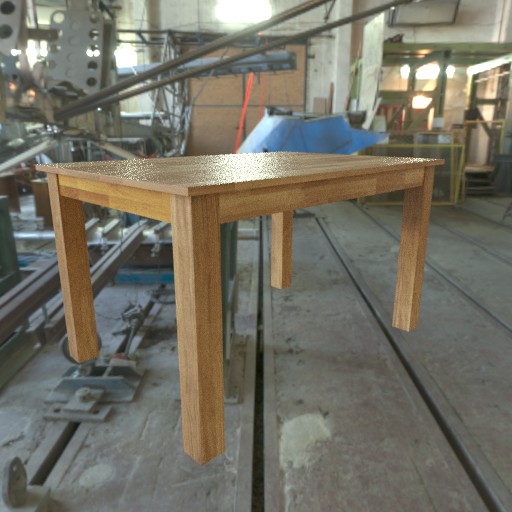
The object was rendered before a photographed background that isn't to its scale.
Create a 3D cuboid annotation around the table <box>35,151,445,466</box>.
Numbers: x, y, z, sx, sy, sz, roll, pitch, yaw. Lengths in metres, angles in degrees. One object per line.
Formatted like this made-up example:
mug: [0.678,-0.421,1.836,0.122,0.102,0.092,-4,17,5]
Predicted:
table: [0.000,0.000,1.798,1.300,0.750,0.900,-15,22,-43]
